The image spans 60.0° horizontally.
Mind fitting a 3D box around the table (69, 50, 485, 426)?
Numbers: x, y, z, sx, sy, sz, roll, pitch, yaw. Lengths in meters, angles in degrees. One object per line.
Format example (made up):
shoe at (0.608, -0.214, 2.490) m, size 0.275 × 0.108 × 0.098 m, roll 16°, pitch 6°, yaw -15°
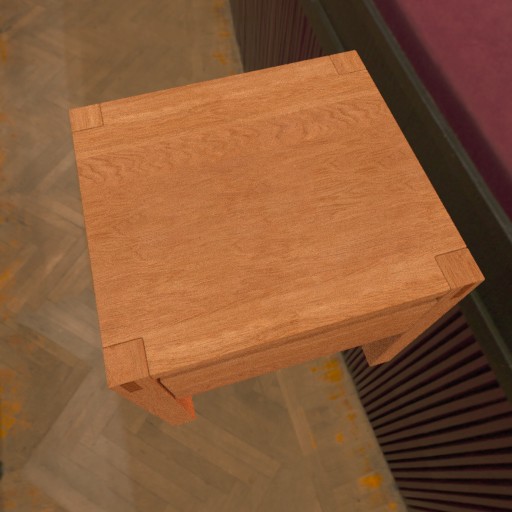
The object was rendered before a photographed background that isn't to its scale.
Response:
table at (0.000, 0.000, 0.827) m, size 0.480 × 0.450 × 0.440 m, roll -15°, pitch 65°, yaw -7°
